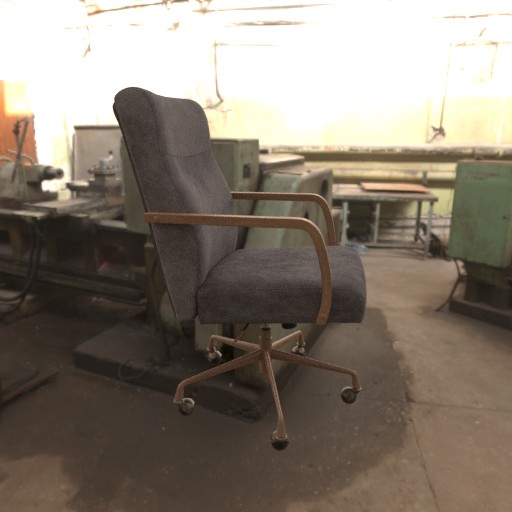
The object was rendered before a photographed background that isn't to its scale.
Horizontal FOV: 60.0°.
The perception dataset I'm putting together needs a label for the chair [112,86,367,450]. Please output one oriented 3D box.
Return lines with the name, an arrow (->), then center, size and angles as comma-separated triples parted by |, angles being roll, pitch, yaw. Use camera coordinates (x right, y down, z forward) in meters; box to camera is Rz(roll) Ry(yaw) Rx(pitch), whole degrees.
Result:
chair -> 0.000, 0.000, 1.476 | 0.741, 1.029, 0.640 | 3, 15, 11
